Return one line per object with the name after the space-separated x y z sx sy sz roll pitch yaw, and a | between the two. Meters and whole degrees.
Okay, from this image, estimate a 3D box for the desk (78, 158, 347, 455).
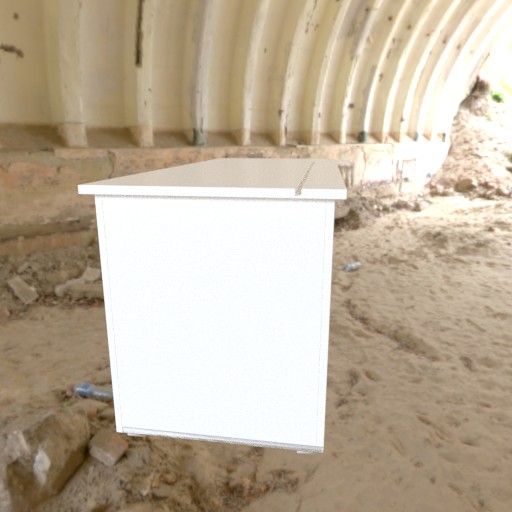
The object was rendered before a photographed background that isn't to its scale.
0.000 0.000 1.924 0.670 0.760 1.580 2 15 8 | desk
